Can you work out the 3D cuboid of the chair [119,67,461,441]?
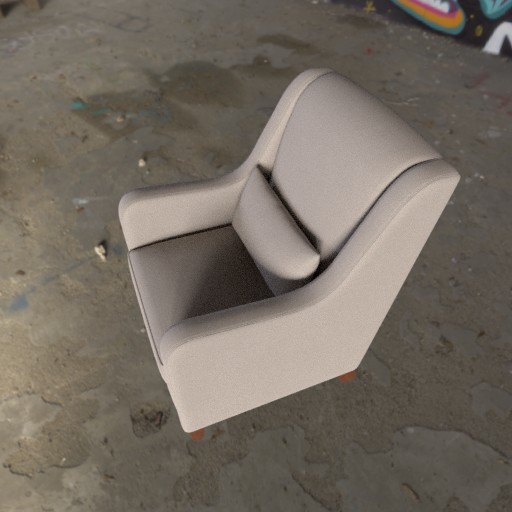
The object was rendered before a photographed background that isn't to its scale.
[{"bbox_3d":[0.000,0.000,1.579,0.863,1.010,0.715,-17,49,-15],"label":"chair"}]
